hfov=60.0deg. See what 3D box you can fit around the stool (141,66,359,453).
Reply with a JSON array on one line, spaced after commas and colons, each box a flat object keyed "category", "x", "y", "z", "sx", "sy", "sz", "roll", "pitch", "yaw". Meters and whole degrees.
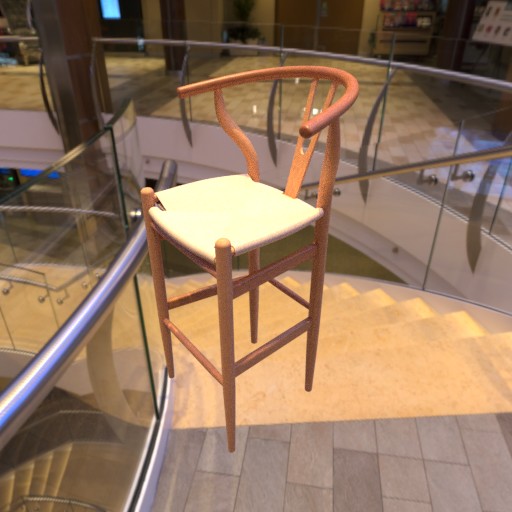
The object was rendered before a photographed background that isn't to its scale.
[{"category": "stool", "x": 0.000, "y": 0.000, "z": 1.406, "sx": 0.561, "sy": 1.068, "sz": 0.574, "roll": -21, "pitch": 37, "yaw": -32}]
